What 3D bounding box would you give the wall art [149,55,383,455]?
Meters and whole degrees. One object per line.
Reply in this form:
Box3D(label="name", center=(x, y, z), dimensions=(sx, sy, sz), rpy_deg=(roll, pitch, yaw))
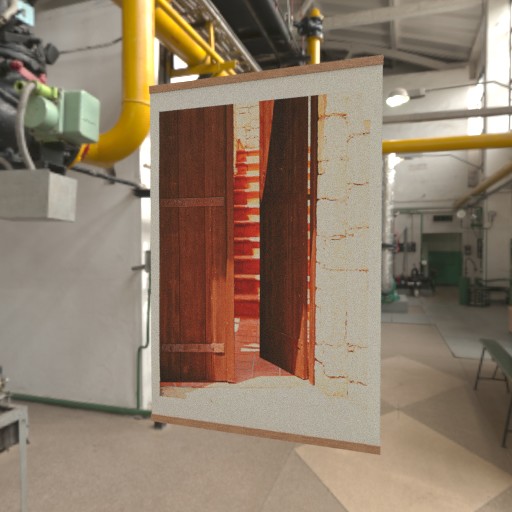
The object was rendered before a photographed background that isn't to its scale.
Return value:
Box3D(label="wall art", center=(0.000, 0.000, 1.858), dimensions=(1.019, 1.527, 0.019), rpy_deg=(0, 2, 19))
